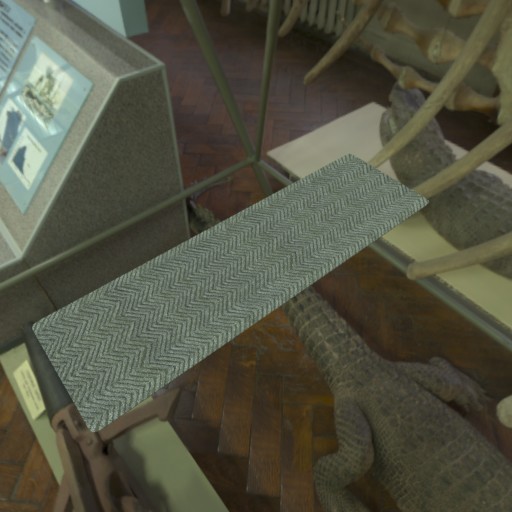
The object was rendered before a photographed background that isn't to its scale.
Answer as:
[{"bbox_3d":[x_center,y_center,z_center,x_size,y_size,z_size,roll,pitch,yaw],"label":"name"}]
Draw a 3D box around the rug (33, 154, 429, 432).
[{"bbox_3d":[0.000,0.000,2.475,2.286,0.008,0.686,-31,55,-25],"label":"rug"}]
